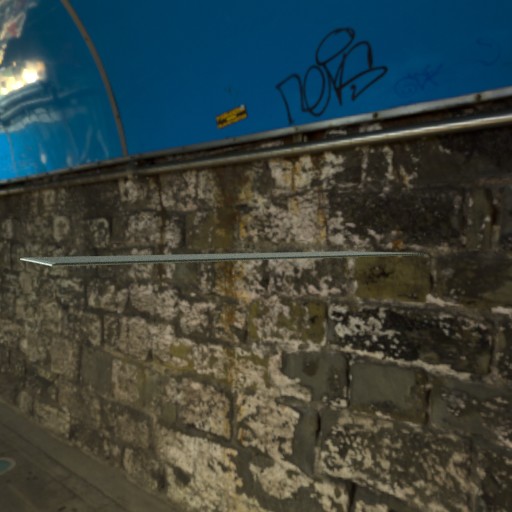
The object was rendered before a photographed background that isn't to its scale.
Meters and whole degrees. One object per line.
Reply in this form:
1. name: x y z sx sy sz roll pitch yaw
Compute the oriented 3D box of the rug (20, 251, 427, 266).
1. rug: 0.000 0.000 2.413 2.196 0.011 0.662 -1 2 -36
